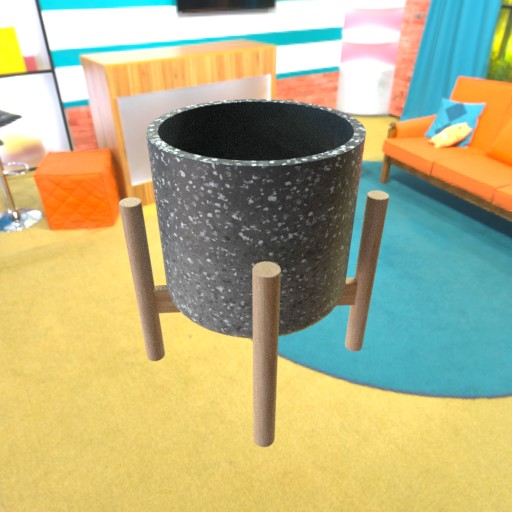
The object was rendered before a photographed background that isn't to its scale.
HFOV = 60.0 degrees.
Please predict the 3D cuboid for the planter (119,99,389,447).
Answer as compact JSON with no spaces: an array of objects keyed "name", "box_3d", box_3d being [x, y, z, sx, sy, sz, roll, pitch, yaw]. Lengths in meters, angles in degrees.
[{"name":"planter","box_3d":[0.000,0.000,0.544,0.284,0.320,0.284,10,34,16]}]
